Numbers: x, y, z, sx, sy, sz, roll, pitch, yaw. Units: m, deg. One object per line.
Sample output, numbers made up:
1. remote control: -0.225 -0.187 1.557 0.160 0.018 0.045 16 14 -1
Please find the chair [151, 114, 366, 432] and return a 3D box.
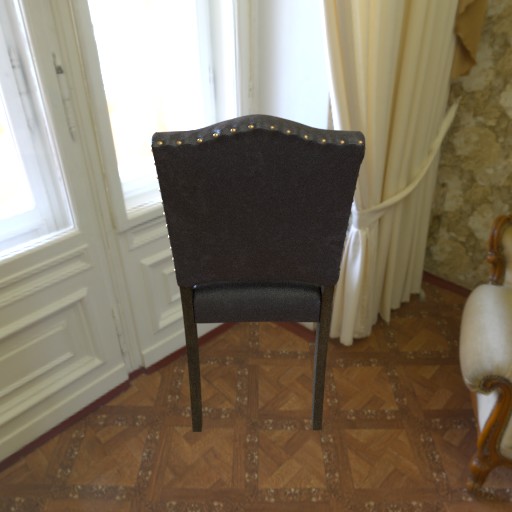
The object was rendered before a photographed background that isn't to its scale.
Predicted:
1. chair: 0.000 0.000 1.372 0.500 0.991 0.633 0 31 -1
